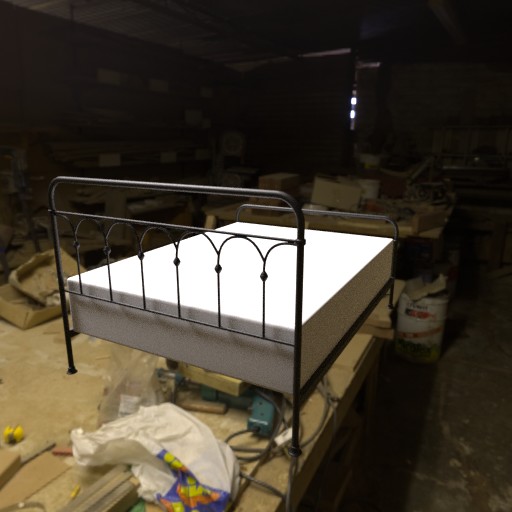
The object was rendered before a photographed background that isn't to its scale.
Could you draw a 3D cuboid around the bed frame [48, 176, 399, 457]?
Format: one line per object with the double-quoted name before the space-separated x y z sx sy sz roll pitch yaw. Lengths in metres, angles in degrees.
"bed frame" 0.000 0.000 3.285 1.664 1.276 2.203 8 17 27
